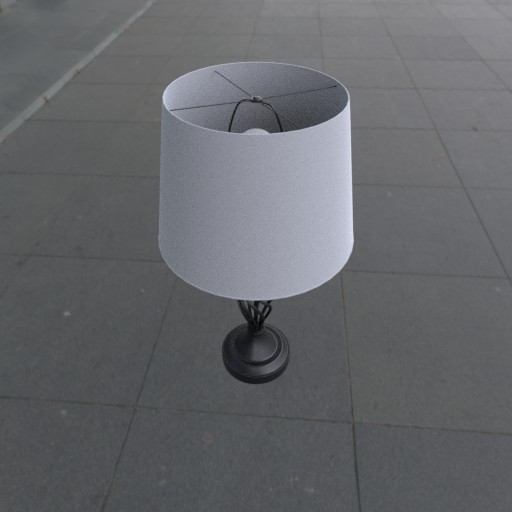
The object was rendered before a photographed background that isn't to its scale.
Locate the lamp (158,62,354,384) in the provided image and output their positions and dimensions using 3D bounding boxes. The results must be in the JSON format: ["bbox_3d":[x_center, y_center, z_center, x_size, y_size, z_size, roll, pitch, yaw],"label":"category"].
[{"bbox_3d":[0.000,0.000,0.800,0.331,0.594,0.331,0,41,0],"label":"lamp"}]
